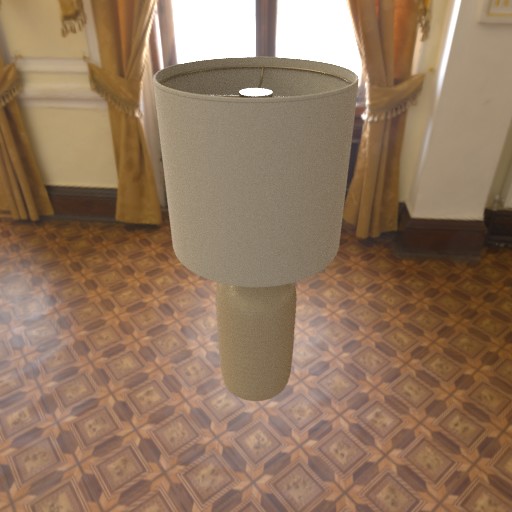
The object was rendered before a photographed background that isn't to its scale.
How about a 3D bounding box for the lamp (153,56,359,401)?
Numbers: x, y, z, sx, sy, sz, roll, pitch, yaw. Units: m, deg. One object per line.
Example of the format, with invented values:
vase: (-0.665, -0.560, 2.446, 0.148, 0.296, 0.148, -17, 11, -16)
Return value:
lamp: (0.000, 0.000, 0.613, 0.220, 0.475, 0.220, 11, 34, 16)
